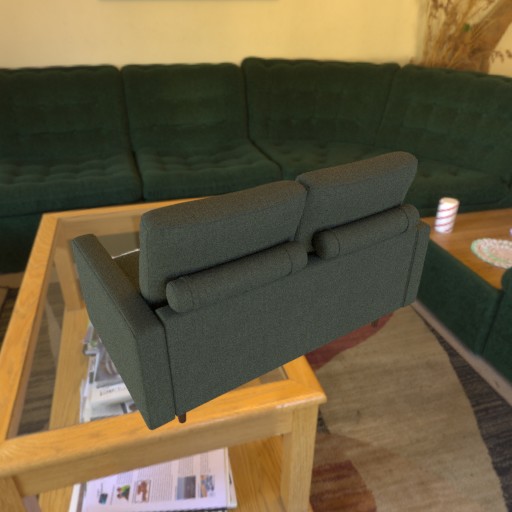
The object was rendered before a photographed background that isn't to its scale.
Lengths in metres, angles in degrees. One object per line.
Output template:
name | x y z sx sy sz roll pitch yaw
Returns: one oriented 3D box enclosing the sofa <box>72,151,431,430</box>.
sofa | 0.000 0.000 2.009 1.407 0.907 0.842 -18 35 -29
